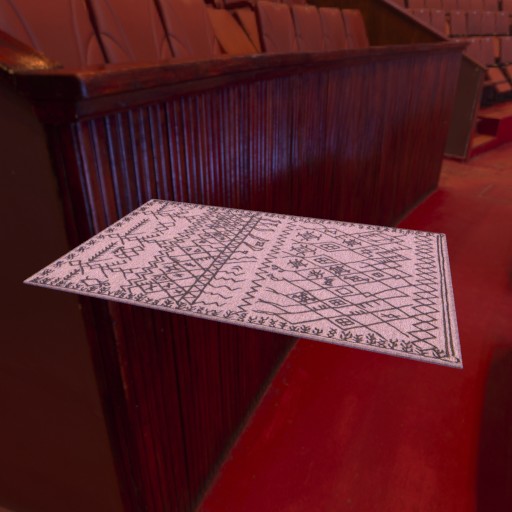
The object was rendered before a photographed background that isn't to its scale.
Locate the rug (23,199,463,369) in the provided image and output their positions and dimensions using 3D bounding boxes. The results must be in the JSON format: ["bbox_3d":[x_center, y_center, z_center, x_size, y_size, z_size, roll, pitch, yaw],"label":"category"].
[{"bbox_3d":[0.000,0.000,2.966,2.444,0.012,1.526,8,28,16],"label":"rug"}]
